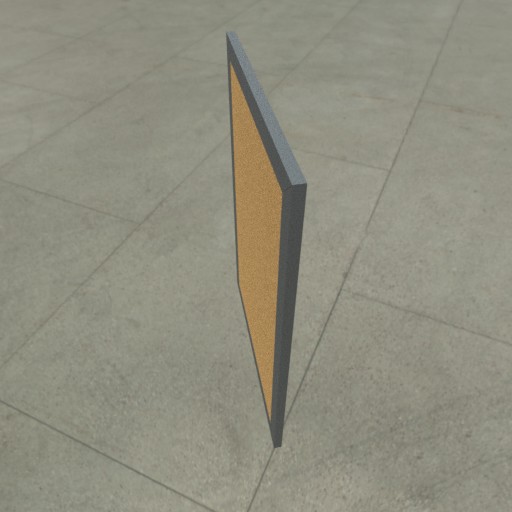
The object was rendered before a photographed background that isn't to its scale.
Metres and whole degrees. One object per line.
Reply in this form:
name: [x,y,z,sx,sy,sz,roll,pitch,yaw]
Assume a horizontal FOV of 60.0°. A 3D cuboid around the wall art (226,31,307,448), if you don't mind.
wall art: [0.000,0.000,0.687,0.013,0.534,0.380,-8,45,-8]
